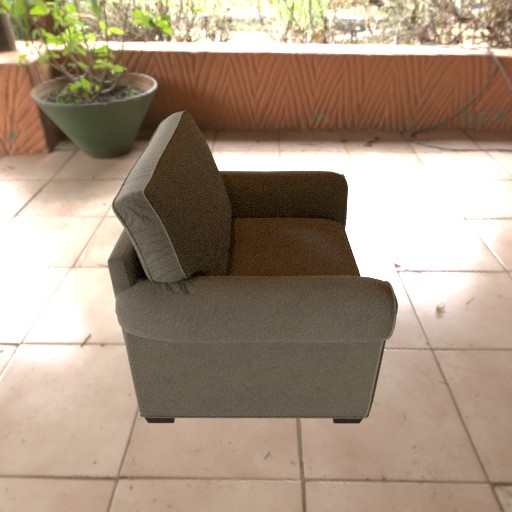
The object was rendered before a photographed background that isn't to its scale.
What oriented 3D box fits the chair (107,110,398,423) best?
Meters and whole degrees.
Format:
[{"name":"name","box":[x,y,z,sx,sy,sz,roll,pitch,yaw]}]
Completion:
[{"name":"chair","box":[0.000,0.000,1.935,0.939,1.044,1.147,0,33,0]}]
